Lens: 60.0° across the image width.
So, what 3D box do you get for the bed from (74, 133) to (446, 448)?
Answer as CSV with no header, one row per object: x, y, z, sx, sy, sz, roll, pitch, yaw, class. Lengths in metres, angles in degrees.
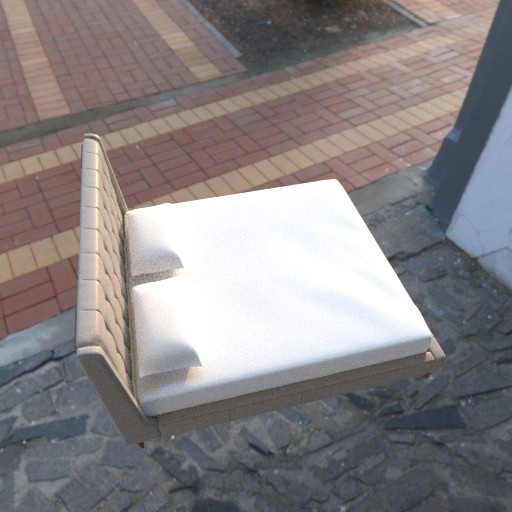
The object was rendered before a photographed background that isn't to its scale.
0.000,0.000,3.464,2.342,1.289,2.062,-10,48,-9,bed
